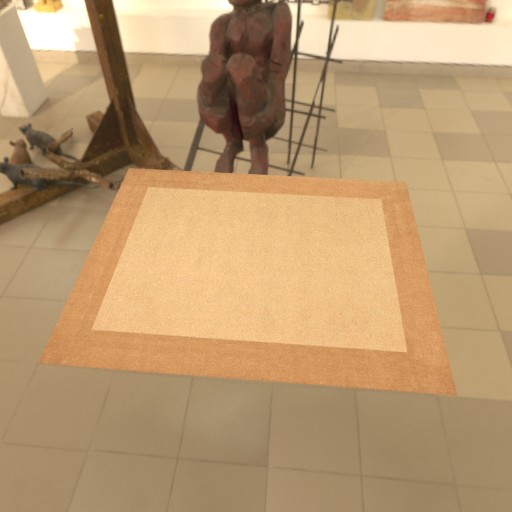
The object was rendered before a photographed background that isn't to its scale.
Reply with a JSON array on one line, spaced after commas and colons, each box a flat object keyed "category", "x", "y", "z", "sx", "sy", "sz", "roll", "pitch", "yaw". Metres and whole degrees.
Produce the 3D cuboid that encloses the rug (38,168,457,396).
[{"category": "rug", "x": 0.000, "y": 0.000, "z": 4.033, "sx": 3.048, "sy": 0.014, "sz": 2.438, "roll": 3, "pitch": 47, "yaw": 3}]
